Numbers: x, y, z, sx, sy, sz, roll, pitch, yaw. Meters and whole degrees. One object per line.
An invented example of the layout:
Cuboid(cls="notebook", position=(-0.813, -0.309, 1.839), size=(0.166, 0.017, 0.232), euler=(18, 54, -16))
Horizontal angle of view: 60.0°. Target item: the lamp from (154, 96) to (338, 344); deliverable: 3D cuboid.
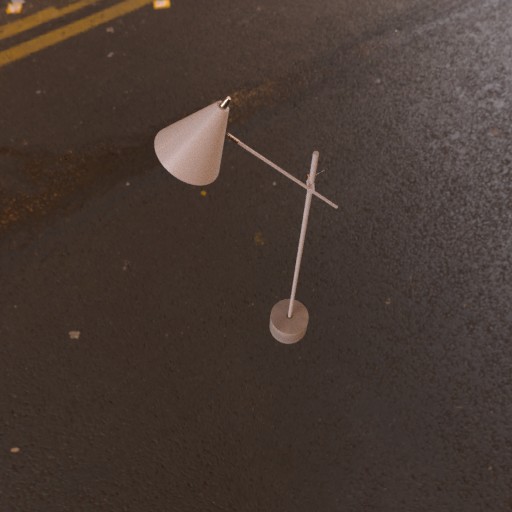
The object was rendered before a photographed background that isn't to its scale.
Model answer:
Cuboid(cls="lamp", position=(0.000, 0.000, 1.620), size=(0.508, 1.430, 0.223), euler=(1, 59, 0))
